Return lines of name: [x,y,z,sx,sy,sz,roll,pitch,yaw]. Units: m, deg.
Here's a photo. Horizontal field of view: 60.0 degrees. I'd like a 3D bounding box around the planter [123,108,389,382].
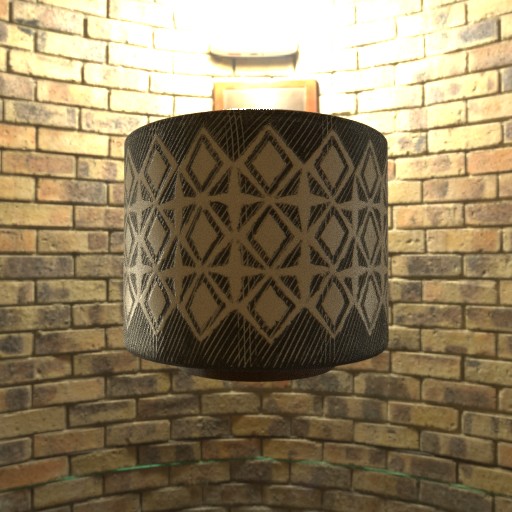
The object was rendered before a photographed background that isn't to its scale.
planter: [0.000,0.000,0.221,0.126,0.104,0.126,0,-1,0]
